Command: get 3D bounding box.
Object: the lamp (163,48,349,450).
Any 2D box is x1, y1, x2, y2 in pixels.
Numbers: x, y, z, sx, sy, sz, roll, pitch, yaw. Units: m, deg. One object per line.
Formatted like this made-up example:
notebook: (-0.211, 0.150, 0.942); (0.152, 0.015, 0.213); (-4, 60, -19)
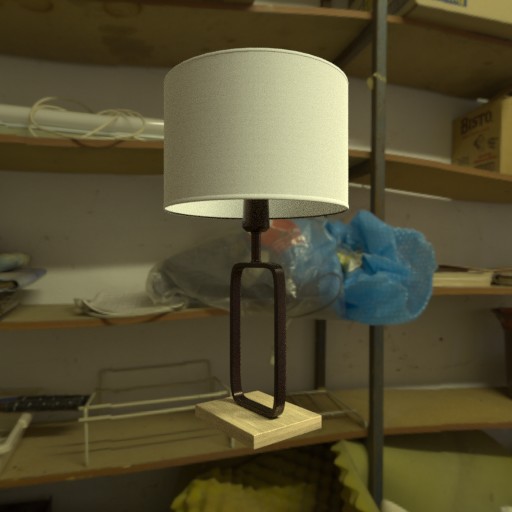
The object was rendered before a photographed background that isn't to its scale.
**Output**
lamp: (0.000, 0.000, 0.680); (0.279, 0.508, 0.279); (0, -1, -37)
